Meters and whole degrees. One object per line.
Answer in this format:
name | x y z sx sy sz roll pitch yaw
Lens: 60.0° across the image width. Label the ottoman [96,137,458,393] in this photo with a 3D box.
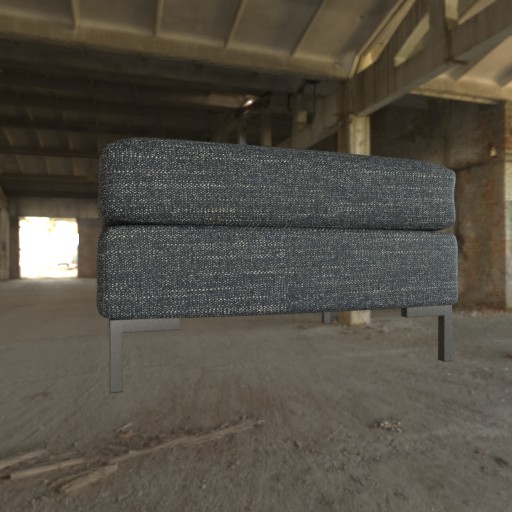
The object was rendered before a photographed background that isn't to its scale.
ottoman | 0.000 0.000 1.206 0.814 0.491 0.667 0 0 -19
